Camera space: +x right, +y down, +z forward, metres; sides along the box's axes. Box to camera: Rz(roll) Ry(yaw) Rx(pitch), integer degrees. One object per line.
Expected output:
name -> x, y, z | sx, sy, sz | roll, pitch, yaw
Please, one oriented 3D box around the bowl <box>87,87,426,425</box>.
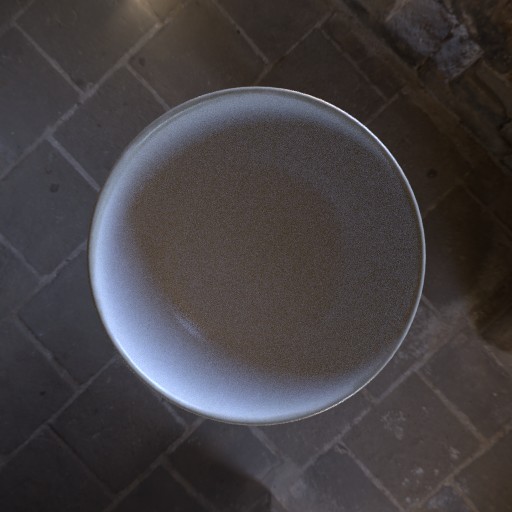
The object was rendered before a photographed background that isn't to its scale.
bowl -> 0.000, 0.000, 0.408 | 0.268, 0.121, 0.268 | 0, 91, 0
